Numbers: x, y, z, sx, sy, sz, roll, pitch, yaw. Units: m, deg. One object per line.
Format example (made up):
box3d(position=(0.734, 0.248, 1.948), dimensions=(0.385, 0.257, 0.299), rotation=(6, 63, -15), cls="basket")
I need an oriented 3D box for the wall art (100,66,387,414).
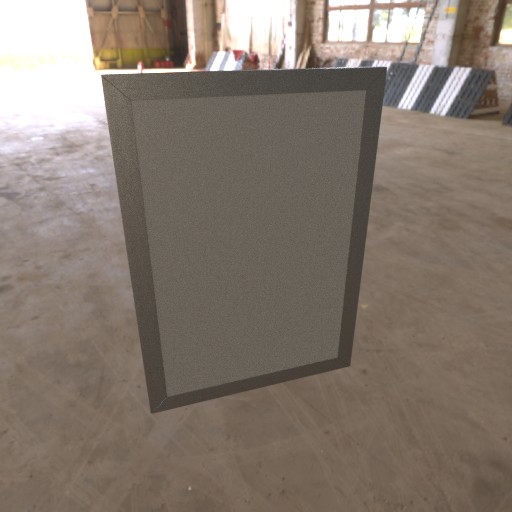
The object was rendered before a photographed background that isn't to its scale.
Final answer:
box3d(position=(0.000, 0.000, 0.682), dimensions=(0.376, 0.529, 0.013), rotation=(-9, 28, -16), cls="wall art")
